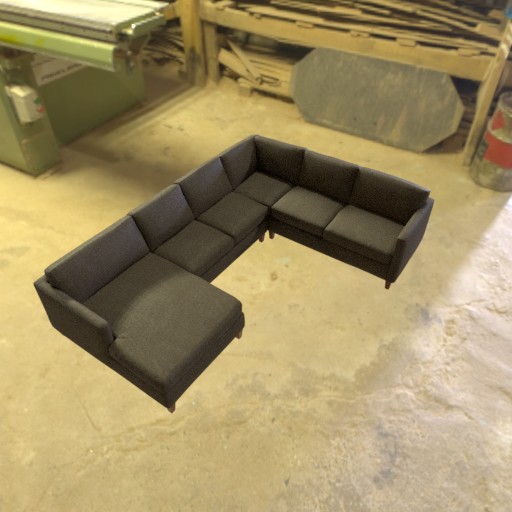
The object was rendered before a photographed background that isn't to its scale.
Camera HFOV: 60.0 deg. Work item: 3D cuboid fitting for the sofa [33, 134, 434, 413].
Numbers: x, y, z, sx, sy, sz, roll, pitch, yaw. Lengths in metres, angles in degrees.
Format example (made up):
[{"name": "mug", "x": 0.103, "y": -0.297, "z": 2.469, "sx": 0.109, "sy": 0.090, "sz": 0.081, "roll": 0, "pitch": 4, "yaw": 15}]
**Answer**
[{"name": "sofa", "x": 0.000, "y": 0.000, "z": 4.666, "sx": 2.594, "sy": 0.961, "sz": 3.460, "roll": 25, "pitch": 47, "yaw": 25}]
